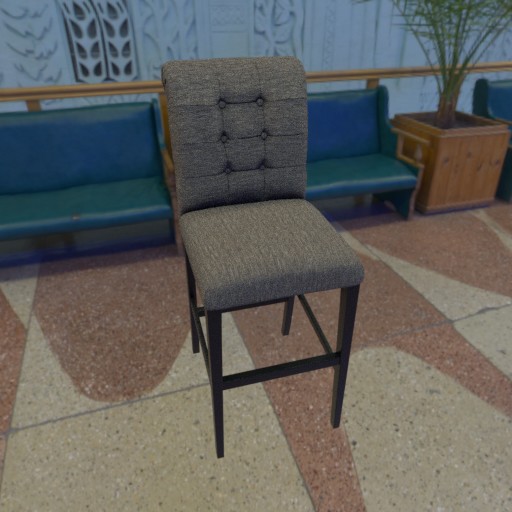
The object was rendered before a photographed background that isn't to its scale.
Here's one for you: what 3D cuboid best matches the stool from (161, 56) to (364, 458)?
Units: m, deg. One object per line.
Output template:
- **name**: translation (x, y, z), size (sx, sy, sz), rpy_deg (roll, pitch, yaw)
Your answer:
- **stool**: translation (0.000, 0.000, 1.444), size (0.452, 1.131, 0.613), rpy_deg (-9, 32, -14)
